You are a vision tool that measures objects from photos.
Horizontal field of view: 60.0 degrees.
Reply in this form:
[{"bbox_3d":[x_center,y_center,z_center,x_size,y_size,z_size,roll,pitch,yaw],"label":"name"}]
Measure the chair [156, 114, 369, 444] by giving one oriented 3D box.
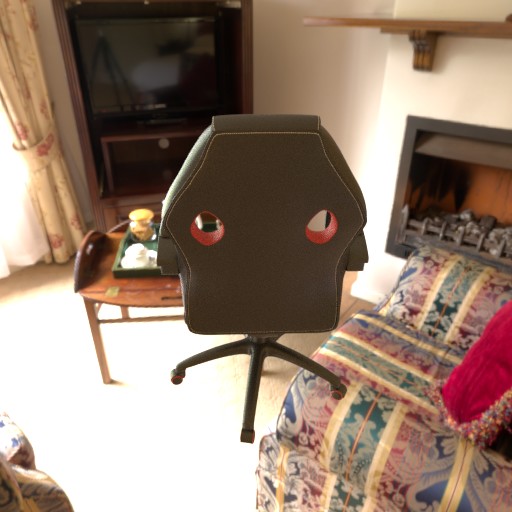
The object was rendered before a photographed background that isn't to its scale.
[{"bbox_3d":[0.000,0.000,1.674,0.750,1.189,0.783,-1,30,-2],"label":"chair"}]
